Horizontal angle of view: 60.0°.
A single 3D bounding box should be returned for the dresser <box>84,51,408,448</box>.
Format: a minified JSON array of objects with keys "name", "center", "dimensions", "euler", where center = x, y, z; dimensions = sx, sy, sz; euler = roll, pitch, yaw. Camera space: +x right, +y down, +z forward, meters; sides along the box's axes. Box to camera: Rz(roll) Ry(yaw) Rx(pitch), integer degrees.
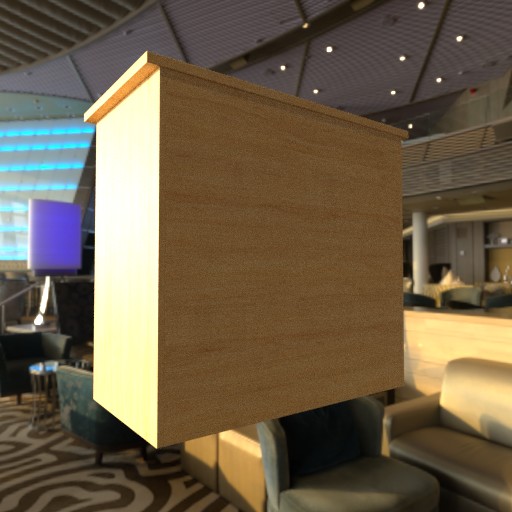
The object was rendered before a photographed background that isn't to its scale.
[{"name":"dresser","center":[0.000,0.000,1.205],"dimensions":[0.800,0.730,0.410],"euler":[1,-2,-36]}]
